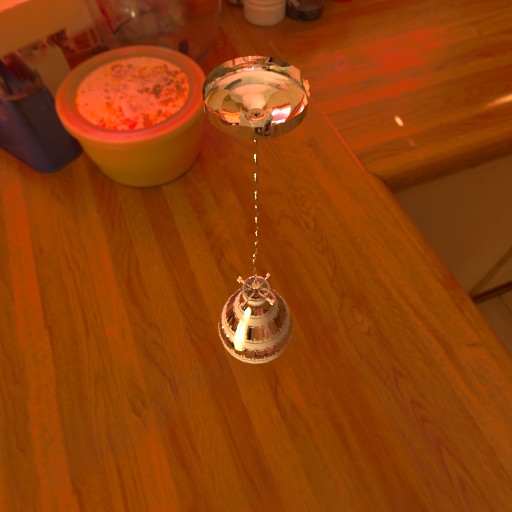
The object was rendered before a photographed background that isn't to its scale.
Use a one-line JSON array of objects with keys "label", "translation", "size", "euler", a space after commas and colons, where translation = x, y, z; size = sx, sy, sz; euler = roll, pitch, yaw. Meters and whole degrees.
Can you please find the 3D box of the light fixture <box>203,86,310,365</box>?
[{"label": "light fixture", "translation": [0.000, 0.000, 1.636], "size": [0.374, 1.457, 0.374], "euler": [34, 64, 19]}]
